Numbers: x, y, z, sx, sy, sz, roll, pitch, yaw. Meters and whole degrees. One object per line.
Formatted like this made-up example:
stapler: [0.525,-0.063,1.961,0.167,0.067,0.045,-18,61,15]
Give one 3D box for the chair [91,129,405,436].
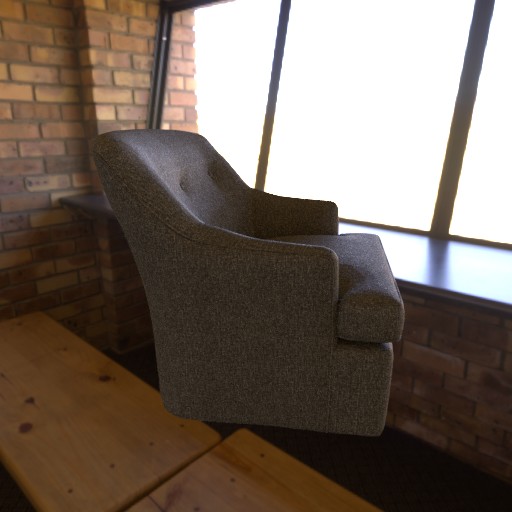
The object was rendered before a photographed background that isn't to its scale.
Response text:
chair: [0.000,0.000,1.557,0.923,0.856,0.864,3,17,10]
